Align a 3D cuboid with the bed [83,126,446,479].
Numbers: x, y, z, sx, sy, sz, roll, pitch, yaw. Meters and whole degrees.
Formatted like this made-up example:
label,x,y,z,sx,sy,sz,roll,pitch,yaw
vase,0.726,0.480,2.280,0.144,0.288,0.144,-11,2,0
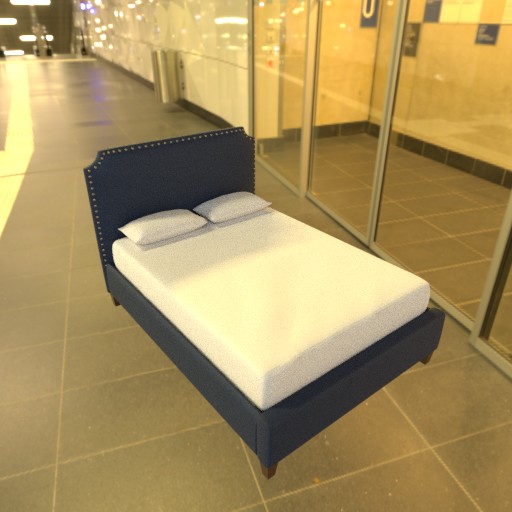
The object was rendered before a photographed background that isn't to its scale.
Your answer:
label,x,y,z,sx,sy,sz,roll,pitch,yaw
bed,0.000,0.000,3.471,1.712,1.443,2.372,-20,34,-33
